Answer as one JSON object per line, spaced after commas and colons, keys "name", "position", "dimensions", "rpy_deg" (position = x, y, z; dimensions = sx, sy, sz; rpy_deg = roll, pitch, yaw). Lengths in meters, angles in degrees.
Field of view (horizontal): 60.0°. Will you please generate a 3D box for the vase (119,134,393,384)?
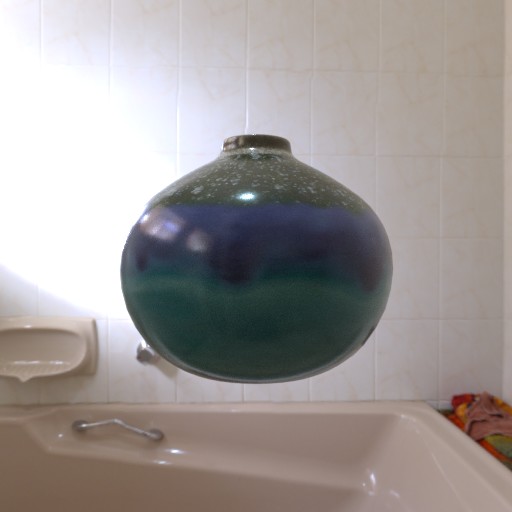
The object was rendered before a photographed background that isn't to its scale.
{"name": "vase", "position": [0.000, 0.000, 0.260], "dimensions": [0.154, 0.133, 0.154], "rpy_deg": [0, 1, 0]}
